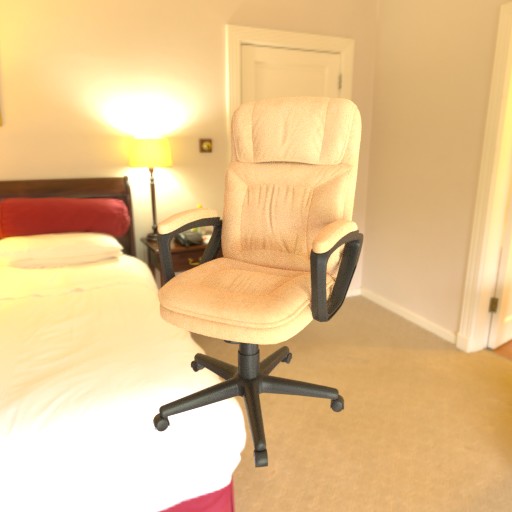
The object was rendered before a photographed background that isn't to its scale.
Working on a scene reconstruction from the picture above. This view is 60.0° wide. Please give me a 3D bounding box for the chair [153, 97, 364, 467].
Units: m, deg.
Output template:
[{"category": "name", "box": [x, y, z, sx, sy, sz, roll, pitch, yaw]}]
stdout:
[{"category": "chair", "box": [0.000, 0.000, 1.562, 0.667, 1.105, 0.724, 8, 17, 27]}]
